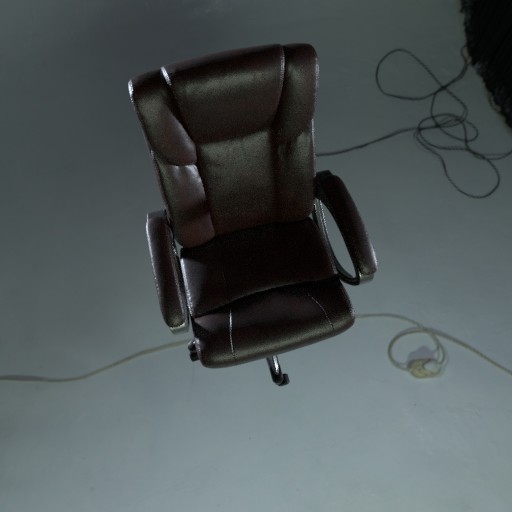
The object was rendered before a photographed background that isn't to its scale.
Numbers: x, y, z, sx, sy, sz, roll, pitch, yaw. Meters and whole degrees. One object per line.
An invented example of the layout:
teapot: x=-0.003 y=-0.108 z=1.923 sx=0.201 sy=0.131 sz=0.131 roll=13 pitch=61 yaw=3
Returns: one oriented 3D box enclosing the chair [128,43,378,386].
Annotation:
chair: x=0.000 y=0.000 z=1.498 sx=0.656 sy=1.128 sz=0.692 roll=-14 pitch=64 yaw=-7
